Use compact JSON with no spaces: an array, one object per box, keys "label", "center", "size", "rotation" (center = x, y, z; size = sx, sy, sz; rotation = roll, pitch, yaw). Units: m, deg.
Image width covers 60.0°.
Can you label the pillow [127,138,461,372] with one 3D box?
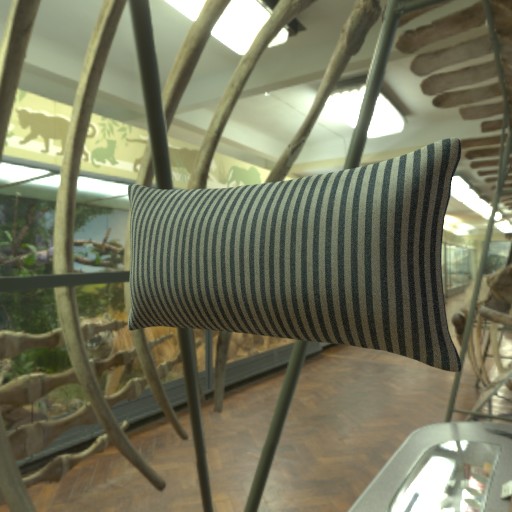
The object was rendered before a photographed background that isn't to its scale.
[{"label":"pillow","center":[0.000,0.000,0.724],"size":[0.617,0.295,0.151],"rotation":[-1,-1,34]}]
